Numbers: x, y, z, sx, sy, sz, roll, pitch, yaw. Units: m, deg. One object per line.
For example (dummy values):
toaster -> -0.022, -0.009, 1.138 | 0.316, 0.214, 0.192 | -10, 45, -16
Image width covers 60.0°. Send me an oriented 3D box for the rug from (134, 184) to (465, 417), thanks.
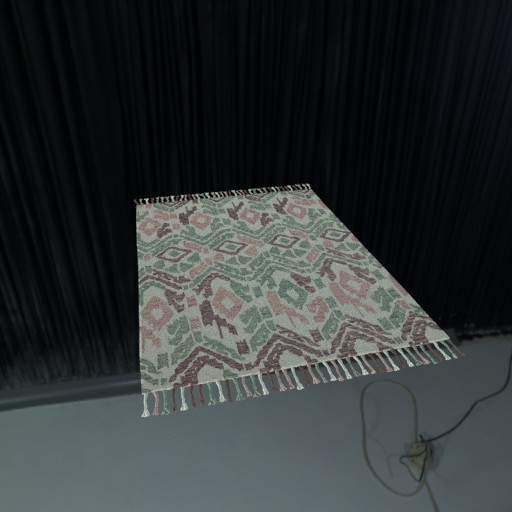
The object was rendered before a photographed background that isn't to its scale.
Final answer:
rug -> 0.000, 0.000, 2.296 | 1.219, 0.010, 1.829 | -7, 31, -12
